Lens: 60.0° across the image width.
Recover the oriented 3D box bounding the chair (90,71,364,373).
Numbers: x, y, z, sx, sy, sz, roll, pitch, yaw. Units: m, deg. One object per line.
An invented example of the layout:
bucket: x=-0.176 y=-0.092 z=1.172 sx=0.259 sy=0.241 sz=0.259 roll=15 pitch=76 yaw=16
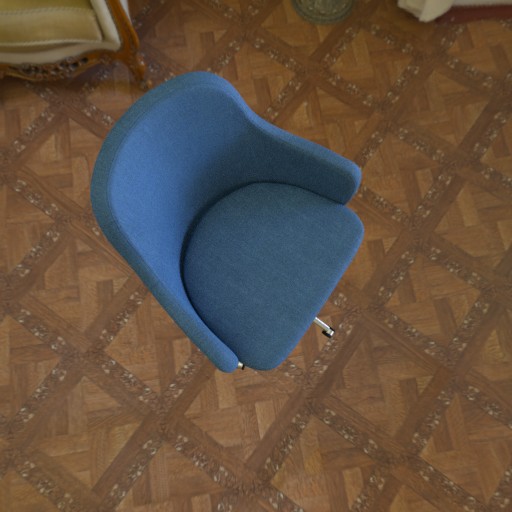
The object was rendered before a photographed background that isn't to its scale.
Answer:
chair: x=0.000 y=0.000 z=1.228 sx=0.655 sy=0.820 sz=0.599 roll=34 pitch=78 yaw=8
